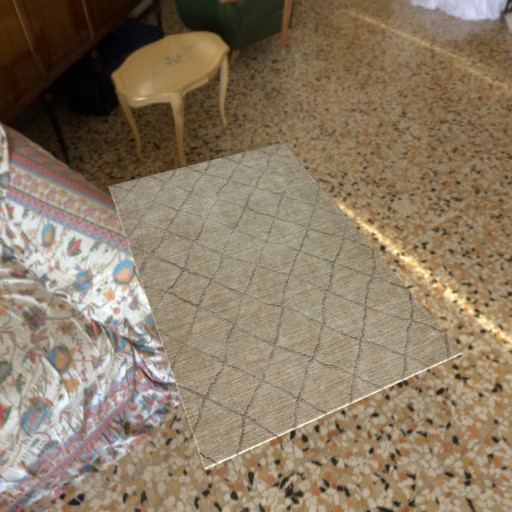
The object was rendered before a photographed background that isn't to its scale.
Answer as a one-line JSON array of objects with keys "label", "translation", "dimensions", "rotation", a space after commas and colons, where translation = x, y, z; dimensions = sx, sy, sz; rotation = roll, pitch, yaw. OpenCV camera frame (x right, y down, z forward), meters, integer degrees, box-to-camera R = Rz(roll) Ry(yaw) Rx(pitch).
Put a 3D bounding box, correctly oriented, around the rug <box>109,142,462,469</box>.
[{"label": "rug", "translation": [0.000, 0.000, 2.980], "dimensions": [1.521, 0.015, 2.280], "rotation": [-18, 50, -16]}]
